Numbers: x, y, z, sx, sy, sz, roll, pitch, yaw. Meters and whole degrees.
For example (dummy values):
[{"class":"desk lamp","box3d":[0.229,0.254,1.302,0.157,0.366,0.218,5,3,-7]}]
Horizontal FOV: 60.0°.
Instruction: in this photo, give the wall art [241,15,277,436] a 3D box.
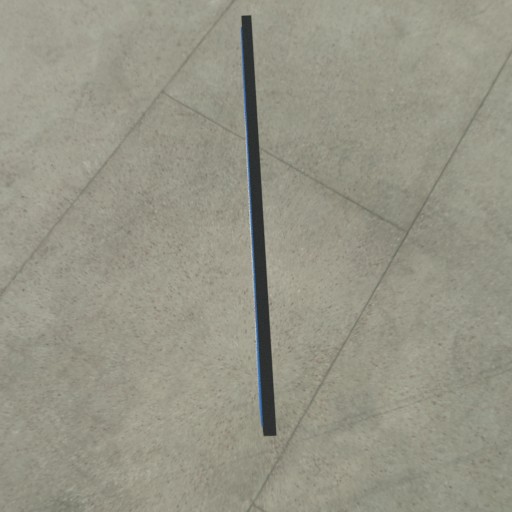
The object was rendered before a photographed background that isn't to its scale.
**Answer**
[{"class":"wall art","box3d":[0.000,0.000,0.678,0.013,0.457,0.458,-3,75,-1]}]
